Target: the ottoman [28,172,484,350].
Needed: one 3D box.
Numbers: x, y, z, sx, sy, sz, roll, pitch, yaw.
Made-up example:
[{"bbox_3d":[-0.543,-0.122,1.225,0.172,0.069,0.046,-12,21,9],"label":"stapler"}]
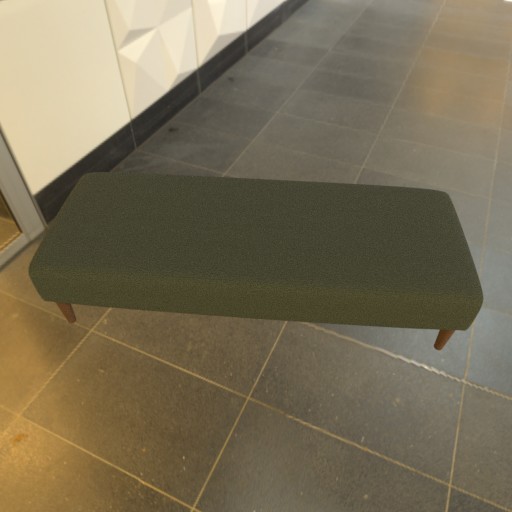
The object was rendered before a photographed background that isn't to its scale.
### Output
[{"bbox_3d":[0.000,0.000,1.860,1.609,0.393,0.646,4,46,3],"label":"ottoman"}]
